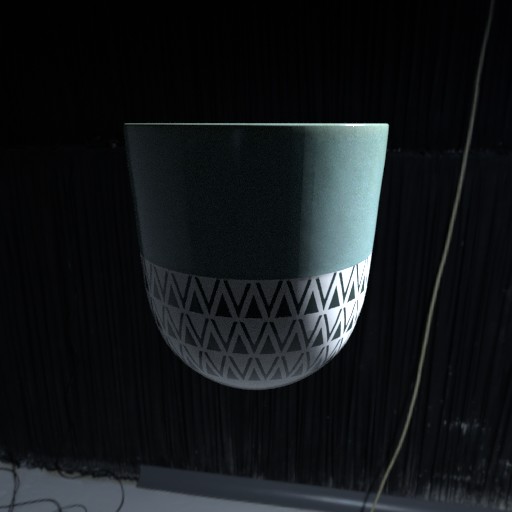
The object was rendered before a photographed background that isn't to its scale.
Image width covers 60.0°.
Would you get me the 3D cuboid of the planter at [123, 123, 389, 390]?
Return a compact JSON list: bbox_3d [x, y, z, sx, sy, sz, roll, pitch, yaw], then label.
[{"bbox_3d":[0.000,0.000,0.375,0.198,0.214,0.198,0,17,0],"label":"planter"}]
